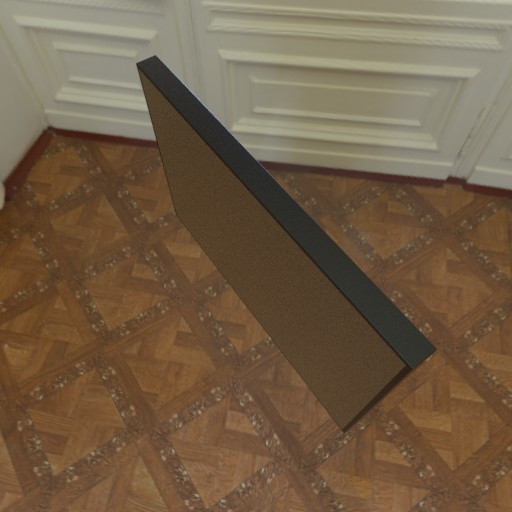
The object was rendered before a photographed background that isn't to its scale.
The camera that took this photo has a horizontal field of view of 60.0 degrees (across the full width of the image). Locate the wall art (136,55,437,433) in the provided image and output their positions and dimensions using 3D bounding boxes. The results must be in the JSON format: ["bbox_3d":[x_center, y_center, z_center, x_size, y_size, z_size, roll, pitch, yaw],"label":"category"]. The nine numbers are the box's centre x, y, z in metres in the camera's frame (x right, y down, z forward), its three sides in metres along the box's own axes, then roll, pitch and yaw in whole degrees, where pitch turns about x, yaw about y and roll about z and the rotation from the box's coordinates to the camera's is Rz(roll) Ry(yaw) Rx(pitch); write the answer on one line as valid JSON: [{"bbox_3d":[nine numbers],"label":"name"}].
[{"bbox_3d":[0.000,0.000,1.186,0.058,0.640,0.939,-32,64,-17],"label":"wall art"}]
